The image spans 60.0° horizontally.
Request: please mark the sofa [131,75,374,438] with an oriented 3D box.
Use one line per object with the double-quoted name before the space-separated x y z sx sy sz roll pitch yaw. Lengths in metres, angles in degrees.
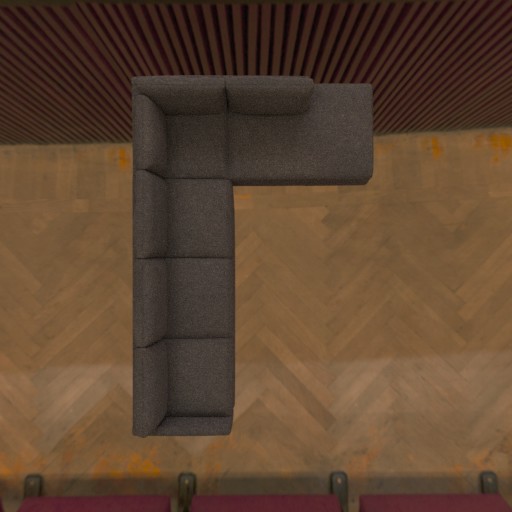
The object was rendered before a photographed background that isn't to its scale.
"sofa" 0.000 0.000 3.755 2.007 0.815 2.949 0 90 0
